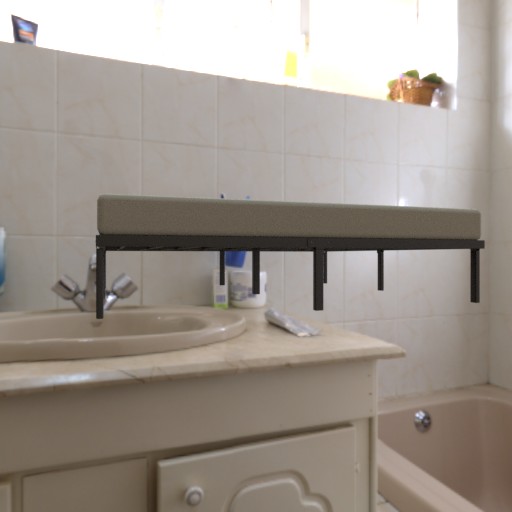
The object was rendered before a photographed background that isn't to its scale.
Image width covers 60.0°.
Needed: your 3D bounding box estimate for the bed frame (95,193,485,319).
[{"bbox_3d":[0.000,0.000,3.957,2.635,0.680,2.526,0,0,-18],"label":"bed frame"}]
